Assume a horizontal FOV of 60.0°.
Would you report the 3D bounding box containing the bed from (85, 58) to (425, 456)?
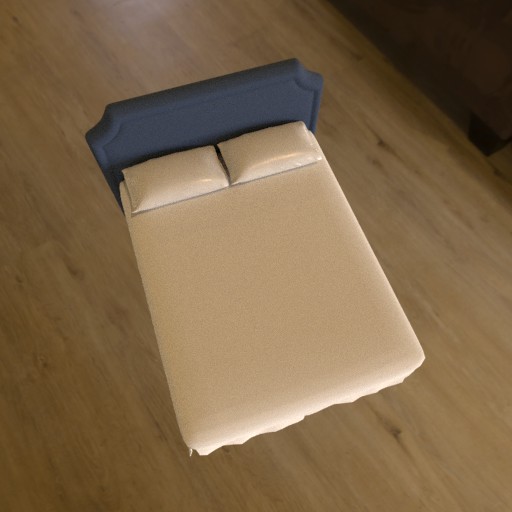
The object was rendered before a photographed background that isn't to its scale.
[{"bbox_3d":[0.000,0.000,3.209,1.831,1.297,2.260,-17,66,-8],"label":"bed"}]
